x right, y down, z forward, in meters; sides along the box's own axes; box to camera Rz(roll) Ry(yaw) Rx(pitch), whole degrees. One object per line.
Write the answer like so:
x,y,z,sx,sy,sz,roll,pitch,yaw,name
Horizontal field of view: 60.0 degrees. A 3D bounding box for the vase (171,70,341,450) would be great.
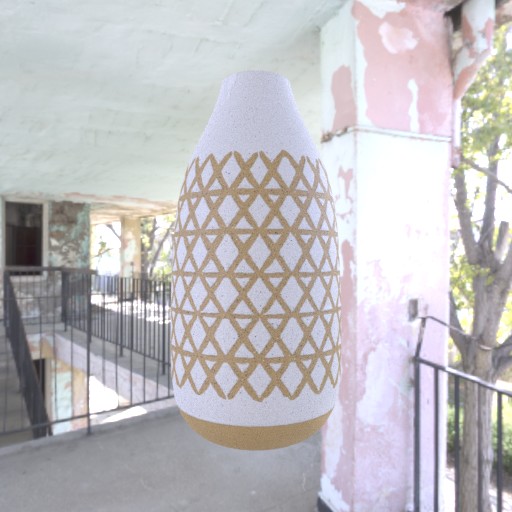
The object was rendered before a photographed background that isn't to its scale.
0.000,0.000,0.490,0.186,0.380,0.186,0,0,0,vase
